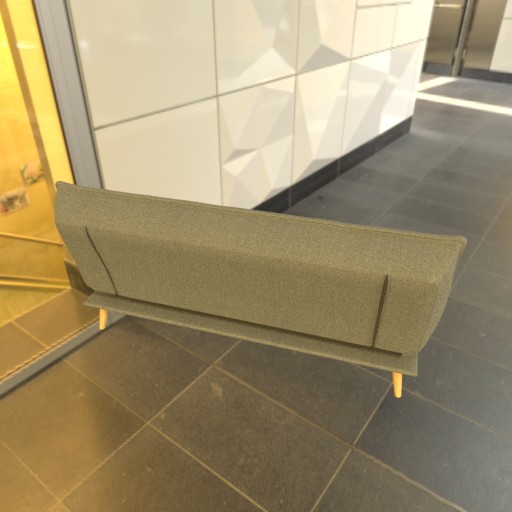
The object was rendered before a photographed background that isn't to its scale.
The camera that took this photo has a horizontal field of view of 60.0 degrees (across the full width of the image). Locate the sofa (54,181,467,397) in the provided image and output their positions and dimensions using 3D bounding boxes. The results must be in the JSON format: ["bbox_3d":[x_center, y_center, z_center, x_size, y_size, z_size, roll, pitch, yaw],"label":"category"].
[{"bbox_3d":[0.000,0.000,2.462,1.940,0.890,0.950,9,33,15],"label":"sofa"}]
